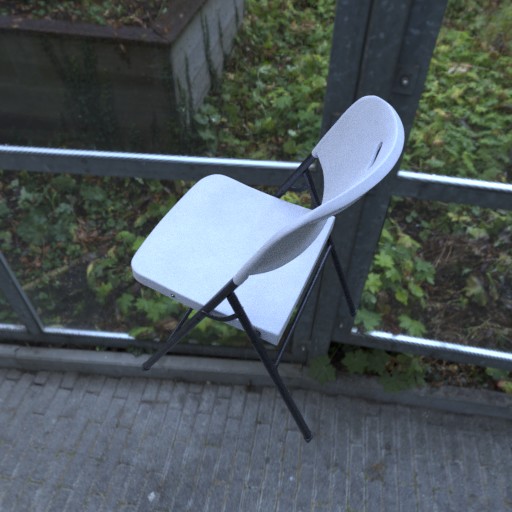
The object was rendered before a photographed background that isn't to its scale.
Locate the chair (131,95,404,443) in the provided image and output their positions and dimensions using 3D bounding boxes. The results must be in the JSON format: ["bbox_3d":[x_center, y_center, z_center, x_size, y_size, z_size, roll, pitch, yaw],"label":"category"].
[{"bbox_3d":[0.000,0.000,1.157,0.566,0.810,0.494,18,50,16],"label":"chair"}]
